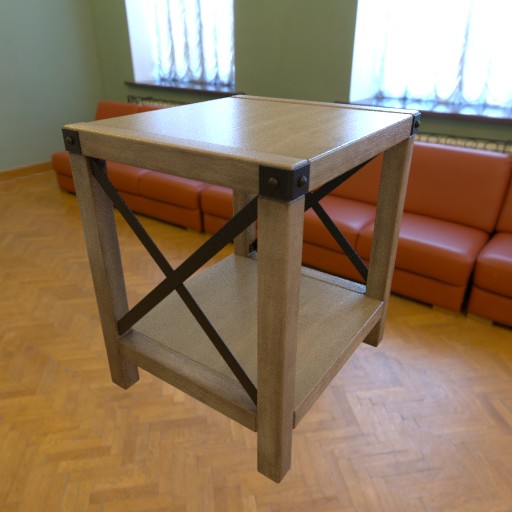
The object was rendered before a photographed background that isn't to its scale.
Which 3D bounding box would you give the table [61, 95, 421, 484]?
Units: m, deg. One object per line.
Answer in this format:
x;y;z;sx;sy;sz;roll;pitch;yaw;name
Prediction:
0.000;0.000;0.927;0.459;0.561;0.510;17;32;31;table
